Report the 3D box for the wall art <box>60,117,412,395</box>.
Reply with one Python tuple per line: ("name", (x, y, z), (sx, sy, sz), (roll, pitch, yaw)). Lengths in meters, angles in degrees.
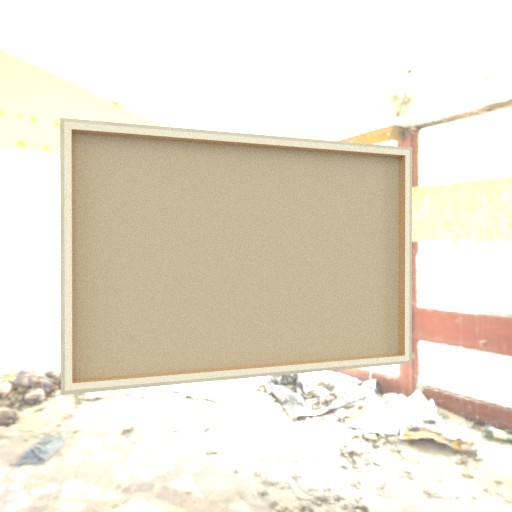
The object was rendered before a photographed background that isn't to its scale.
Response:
("wall art", (0.000, 0.000, 1.132), (0.915, 0.610, 0.038), (0, 0, -18))
